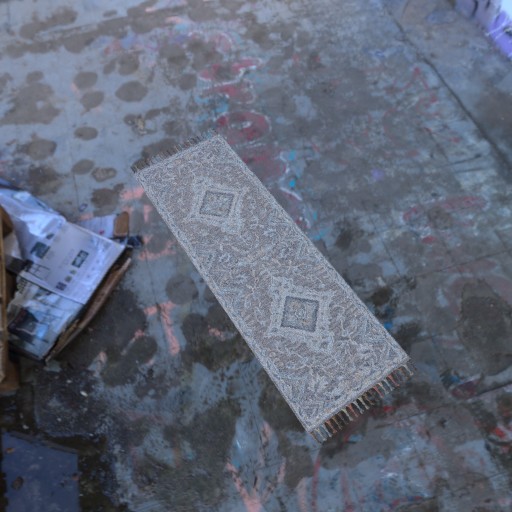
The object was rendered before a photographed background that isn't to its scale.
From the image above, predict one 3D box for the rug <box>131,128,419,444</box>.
[{"bbox_3d":[0.000,0.000,2.894,1.324,0.018,2.378,-16,62,-9],"label":"rug"}]
